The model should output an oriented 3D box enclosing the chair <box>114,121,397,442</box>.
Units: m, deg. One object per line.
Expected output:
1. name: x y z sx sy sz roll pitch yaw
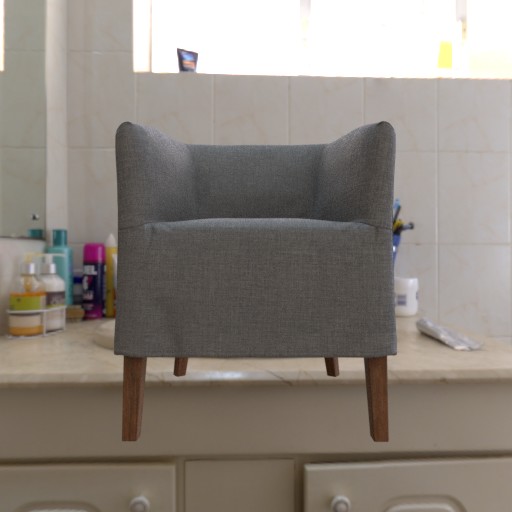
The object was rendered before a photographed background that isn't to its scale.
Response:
1. chair: 0.000 0.000 1.232 0.600 0.771 0.668 0 -1 0
